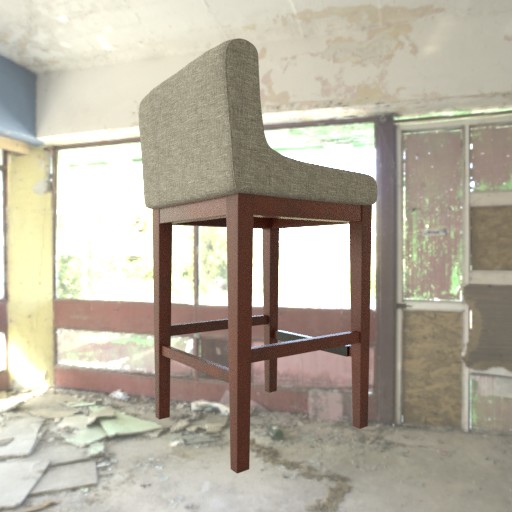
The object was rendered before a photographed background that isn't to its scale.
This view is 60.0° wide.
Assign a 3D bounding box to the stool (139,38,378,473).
[{"bbox_3d":[0.000,0.000,1.110,0.459,0.835,0.417,0,0,-37],"label":"stool"}]
